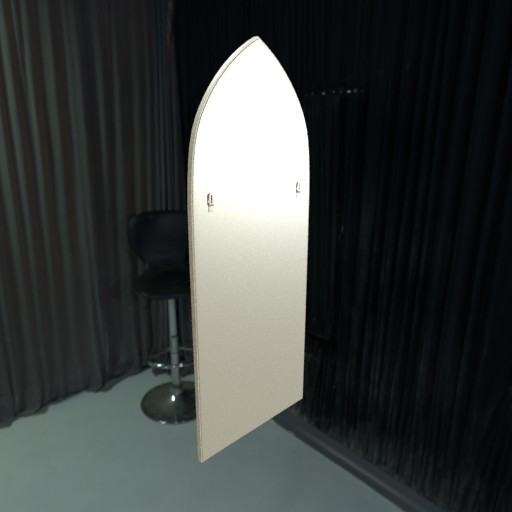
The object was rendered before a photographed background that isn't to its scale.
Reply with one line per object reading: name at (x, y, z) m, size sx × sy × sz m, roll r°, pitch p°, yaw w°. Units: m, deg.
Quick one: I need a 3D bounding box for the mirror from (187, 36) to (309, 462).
mirror at (0.000, 0.000, 1.304) m, size 0.464 × 1.175 × 0.025 m, roll -15°, pitch 22°, yaw -42°
